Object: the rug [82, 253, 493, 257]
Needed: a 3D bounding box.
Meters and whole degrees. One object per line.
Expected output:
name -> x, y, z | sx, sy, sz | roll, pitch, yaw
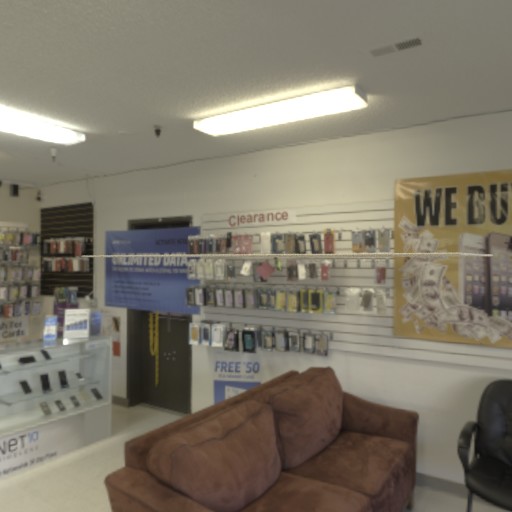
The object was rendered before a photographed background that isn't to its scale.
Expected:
rug -> 0.000, 0.000, 2.672 | 2.442, 0.016, 0.770 | 0, -1, 36
